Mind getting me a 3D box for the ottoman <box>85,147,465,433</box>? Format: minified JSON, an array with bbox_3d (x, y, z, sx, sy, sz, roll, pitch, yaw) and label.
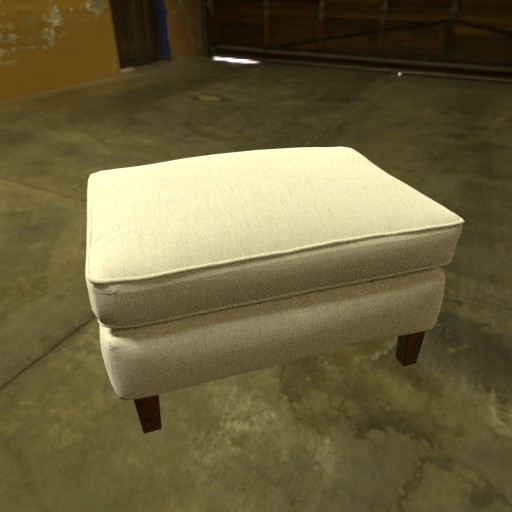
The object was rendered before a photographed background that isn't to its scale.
[{"bbox_3d":[0.000,0.000,0.966,0.665,0.406,0.501,-9,33,-15],"label":"ottoman"}]
